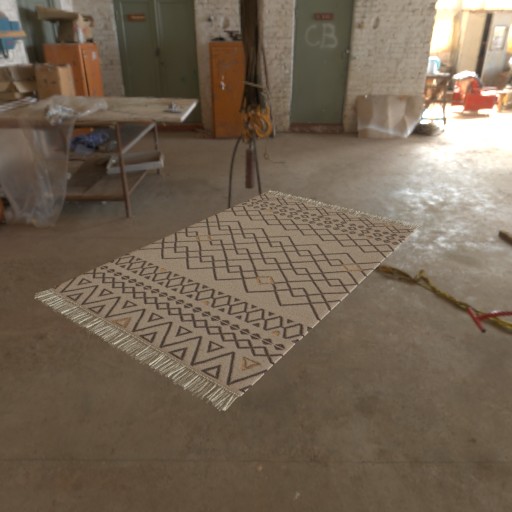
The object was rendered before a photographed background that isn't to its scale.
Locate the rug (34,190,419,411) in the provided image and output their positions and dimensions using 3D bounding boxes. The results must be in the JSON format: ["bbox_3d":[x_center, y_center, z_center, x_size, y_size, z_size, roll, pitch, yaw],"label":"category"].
[{"bbox_3d":[0.000,0.000,2.547,1.224,0.028,2.023,19,32,32],"label":"rug"}]
